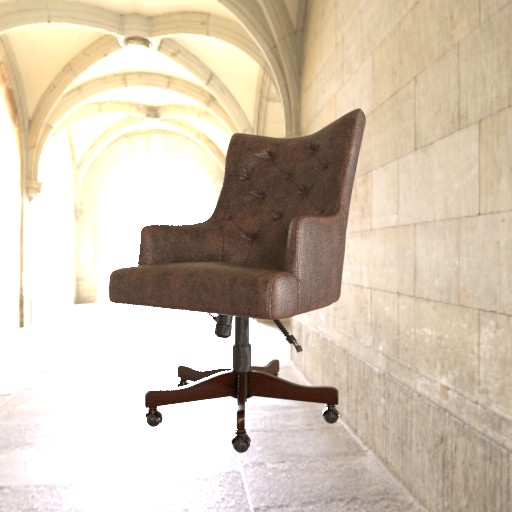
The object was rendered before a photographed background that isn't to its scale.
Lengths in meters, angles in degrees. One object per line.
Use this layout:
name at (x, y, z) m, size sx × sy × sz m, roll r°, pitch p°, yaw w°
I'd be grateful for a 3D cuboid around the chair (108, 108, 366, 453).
chair at (0.000, 0.000, 1.520) m, size 0.641 × 1.035 × 0.762 m, roll 0°, pitch 0°, yaw 36°
